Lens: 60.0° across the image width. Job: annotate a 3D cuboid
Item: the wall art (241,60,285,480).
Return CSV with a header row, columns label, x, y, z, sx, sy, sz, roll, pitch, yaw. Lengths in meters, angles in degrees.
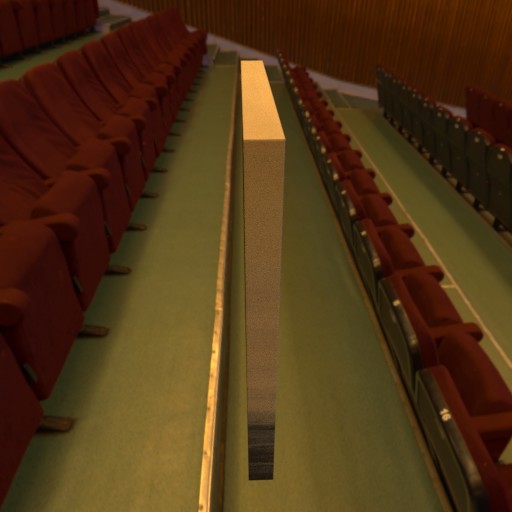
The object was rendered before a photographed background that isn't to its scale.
label,x,y,z,sx,sy,sz,roll,pitch,yaw
wall art,0.000,0.000,0.705,0.037,0.511,0.435,-1,32,-2
